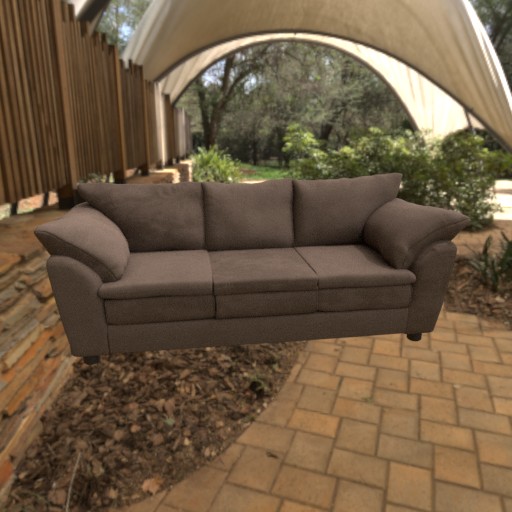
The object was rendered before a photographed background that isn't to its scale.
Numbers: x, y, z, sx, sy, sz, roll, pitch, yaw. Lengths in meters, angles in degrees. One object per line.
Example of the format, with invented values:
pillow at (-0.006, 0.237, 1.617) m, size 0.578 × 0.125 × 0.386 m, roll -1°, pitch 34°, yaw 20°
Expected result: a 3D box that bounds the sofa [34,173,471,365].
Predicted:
sofa at (0.000, 0.000, 2.819) m, size 2.377 × 0.981 × 0.893 m, roll -2°, pitch 15°, yaw -8°
